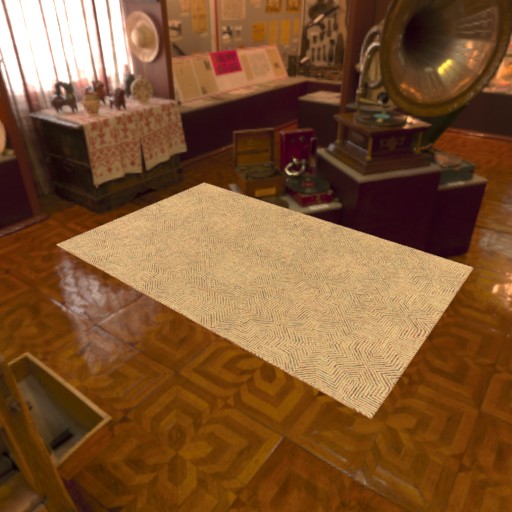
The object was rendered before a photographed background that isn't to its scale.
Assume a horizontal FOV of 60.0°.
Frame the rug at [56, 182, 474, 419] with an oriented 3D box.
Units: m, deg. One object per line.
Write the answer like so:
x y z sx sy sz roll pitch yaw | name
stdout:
0.000 0.000 3.026 2.428 0.007 1.519 22 37 32 | rug
